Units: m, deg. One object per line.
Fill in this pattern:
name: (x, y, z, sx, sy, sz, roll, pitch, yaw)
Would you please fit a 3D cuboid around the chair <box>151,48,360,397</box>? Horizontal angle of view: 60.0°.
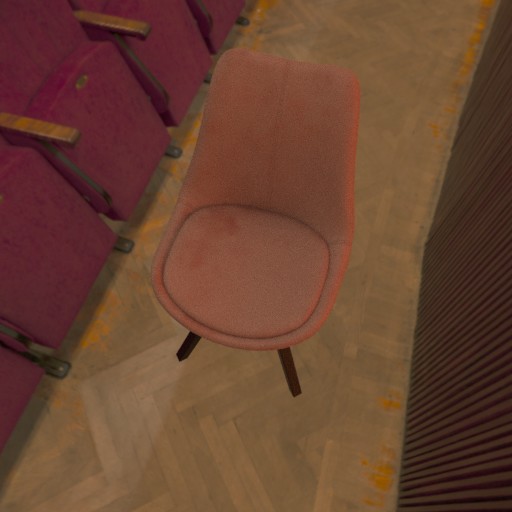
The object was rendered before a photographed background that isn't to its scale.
chair: (0.000, 0.000, 1.211, 0.483, 0.865, 0.547, 15, 60, 9)
